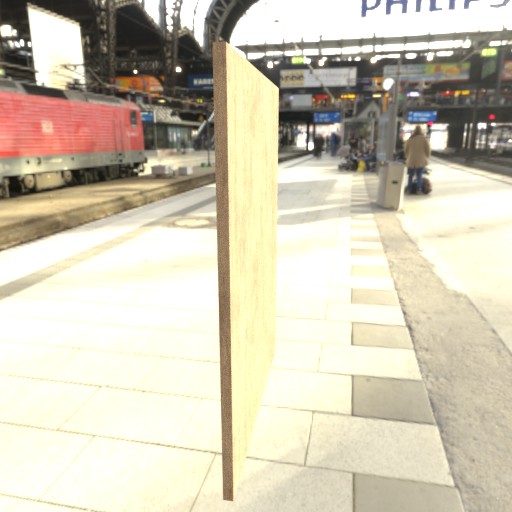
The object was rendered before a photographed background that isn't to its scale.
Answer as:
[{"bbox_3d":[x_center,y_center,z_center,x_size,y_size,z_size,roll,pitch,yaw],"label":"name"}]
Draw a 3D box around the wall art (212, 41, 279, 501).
[{"bbox_3d":[0.000,0.000,0.889,0.018,0.686,0.534,3,15,9],"label":"wall art"}]
